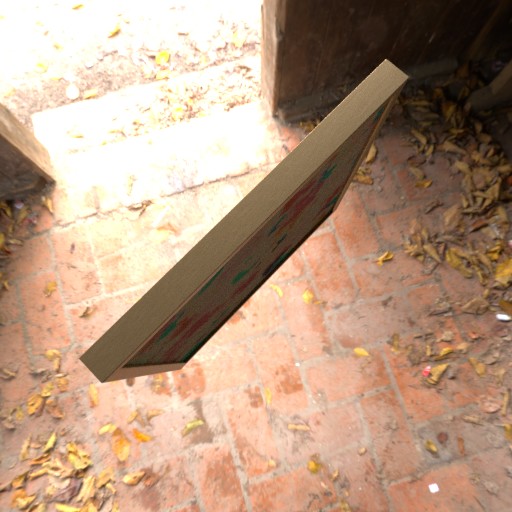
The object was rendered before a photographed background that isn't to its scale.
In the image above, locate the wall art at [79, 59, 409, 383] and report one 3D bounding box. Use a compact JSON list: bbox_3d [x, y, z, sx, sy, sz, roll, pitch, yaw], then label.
[{"bbox_3d":[0.000,0.000,0.762,0.037,0.509,0.510,43,81,9],"label":"wall art"}]
